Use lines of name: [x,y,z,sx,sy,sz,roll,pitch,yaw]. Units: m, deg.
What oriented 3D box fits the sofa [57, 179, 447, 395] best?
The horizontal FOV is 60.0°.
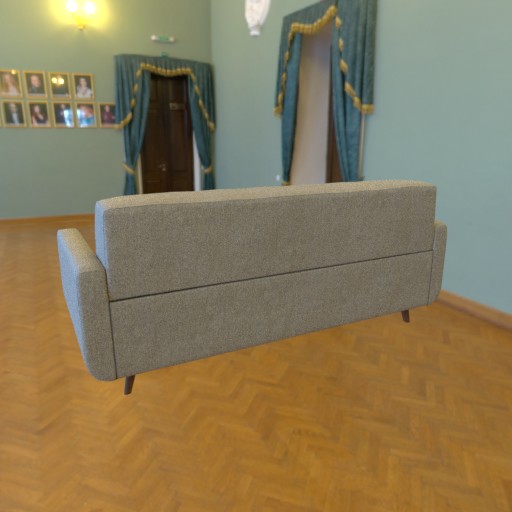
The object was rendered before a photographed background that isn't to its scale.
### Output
sofa: [0.000,0.000,2.590,2.055,0.873,0.968,-8,17,-27]
